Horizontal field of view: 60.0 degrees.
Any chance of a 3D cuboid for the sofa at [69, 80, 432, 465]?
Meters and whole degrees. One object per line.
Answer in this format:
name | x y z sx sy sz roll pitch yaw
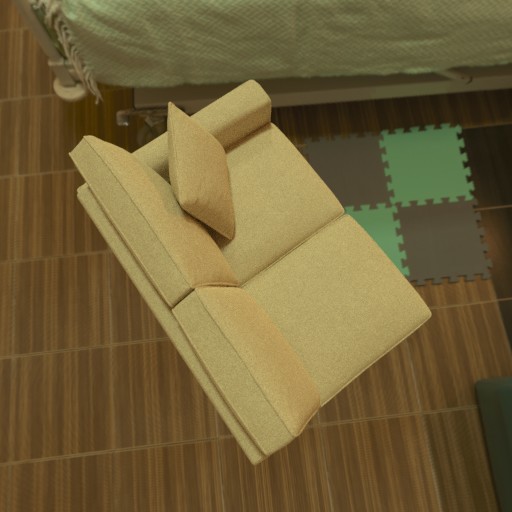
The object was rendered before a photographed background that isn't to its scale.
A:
sofa | 0.000 0.000 2.033 0.991 0.989 1.388 -35 77 -9
